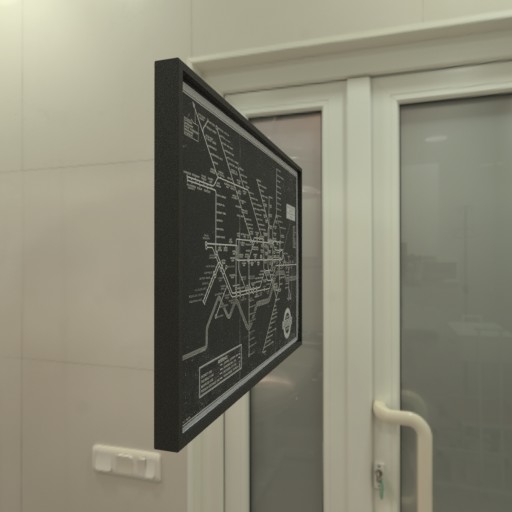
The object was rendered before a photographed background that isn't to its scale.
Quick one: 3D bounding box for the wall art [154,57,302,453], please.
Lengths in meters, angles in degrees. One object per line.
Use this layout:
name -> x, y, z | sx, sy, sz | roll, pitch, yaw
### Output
wall art -> 0.000, 0.000, 0.551 | 0.021, 0.301, 0.443 | 0, 0, 18
